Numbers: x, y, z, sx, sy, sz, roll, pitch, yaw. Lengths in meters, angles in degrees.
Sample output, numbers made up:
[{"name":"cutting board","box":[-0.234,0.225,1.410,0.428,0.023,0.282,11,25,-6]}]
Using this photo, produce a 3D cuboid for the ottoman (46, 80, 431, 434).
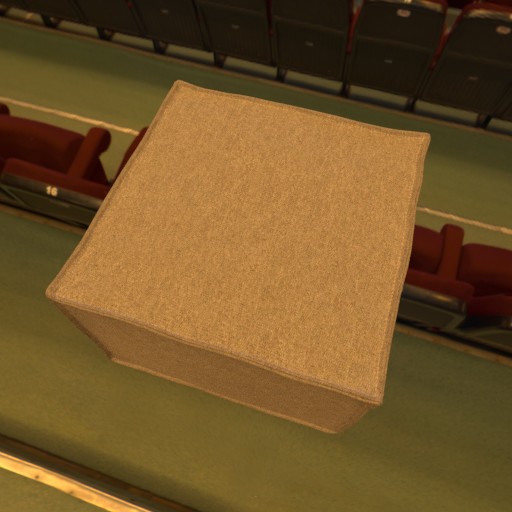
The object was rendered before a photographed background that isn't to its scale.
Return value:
[{"name":"ottoman","box":[0.000,0.000,1.155,0.707,0.470,0.696,16,63,8]}]
